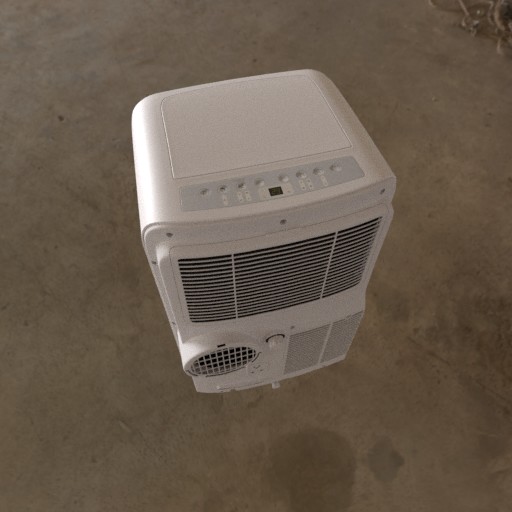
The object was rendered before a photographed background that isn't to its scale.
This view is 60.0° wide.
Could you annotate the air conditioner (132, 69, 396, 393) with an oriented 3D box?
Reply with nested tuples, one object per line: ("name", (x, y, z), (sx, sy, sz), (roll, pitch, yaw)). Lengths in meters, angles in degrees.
("air conditioner", (0.000, 0.000, 1.082), (0.478, 0.765, 0.467), (-12, 58, -8))
